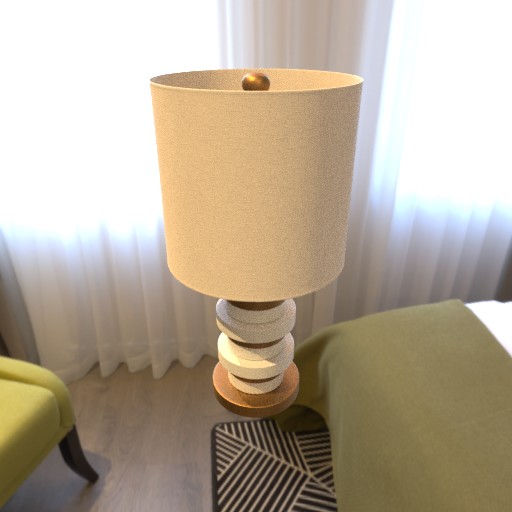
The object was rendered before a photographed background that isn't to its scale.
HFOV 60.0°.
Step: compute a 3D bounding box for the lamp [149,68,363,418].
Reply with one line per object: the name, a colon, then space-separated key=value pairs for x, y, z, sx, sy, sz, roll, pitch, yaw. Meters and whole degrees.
lamp: x=0.000 y=0.000 z=0.534 sx=0.210 sy=0.410 sz=0.210 roll=-19 pitch=33 yaw=-32
